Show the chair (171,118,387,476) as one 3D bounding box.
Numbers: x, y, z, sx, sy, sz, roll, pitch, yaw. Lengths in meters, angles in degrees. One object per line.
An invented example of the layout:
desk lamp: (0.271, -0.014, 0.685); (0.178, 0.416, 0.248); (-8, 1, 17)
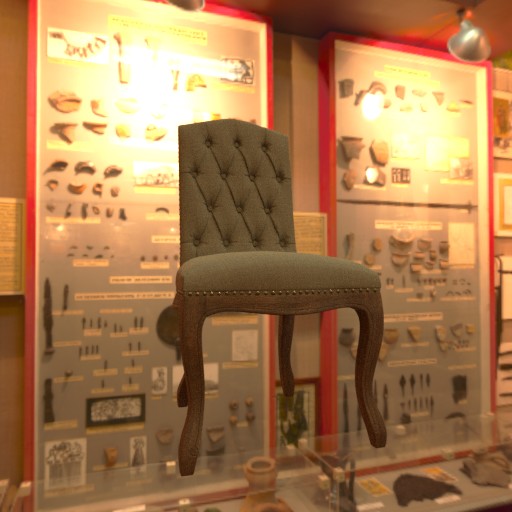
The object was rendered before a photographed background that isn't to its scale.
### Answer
chair: (0.000, 0.000, 1.603); (0.637, 1.191, 0.731); (0, -1, -18)
